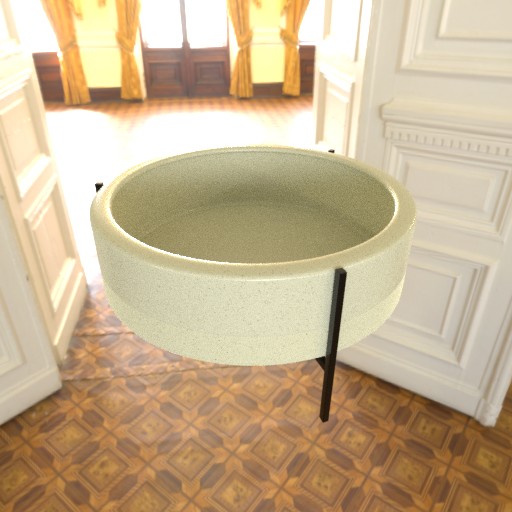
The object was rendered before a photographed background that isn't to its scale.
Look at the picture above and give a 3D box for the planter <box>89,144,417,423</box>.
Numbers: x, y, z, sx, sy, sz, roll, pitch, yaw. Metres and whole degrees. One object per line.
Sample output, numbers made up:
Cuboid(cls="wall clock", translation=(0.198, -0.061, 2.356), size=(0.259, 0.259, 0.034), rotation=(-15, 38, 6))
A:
Cuboid(cls="planter", translation=(0.000, 0.000, 0.520), size=(0.336, 0.171, 0.345), rotation=(21, 37, 31))
